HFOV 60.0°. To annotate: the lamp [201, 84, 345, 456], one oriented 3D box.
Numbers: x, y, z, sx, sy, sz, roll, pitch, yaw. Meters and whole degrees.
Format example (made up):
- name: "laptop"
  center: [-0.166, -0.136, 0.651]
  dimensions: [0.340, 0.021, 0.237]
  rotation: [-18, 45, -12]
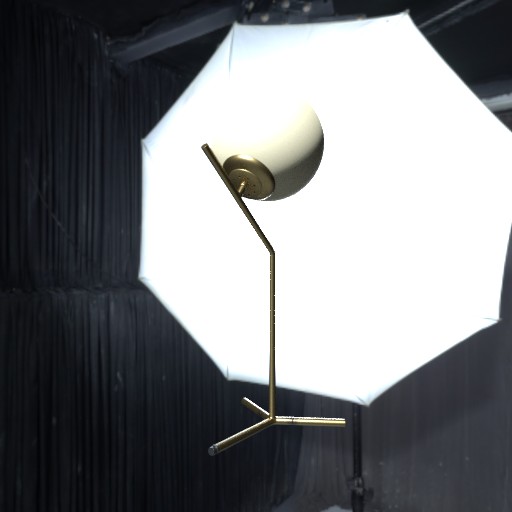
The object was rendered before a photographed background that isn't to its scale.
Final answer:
- name: "lamp"
  center: [0.000, 0.000, 0.698]
  dimensions: [0.210, 0.552, 0.251]
  rotation: [-1, -2, 35]
